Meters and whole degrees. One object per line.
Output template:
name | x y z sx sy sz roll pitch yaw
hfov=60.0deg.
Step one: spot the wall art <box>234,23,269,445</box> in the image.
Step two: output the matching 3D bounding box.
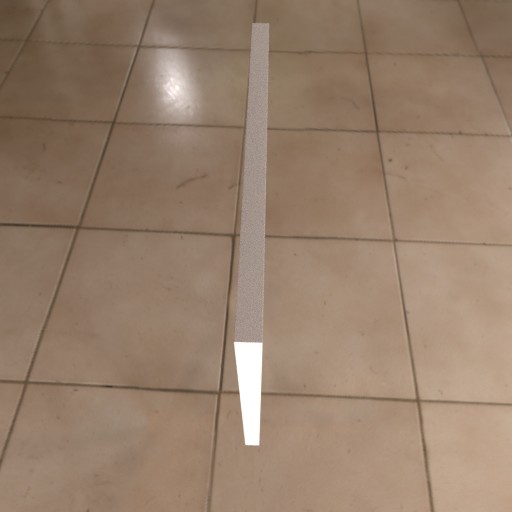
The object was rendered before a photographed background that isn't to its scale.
wall art | 0.000 0.000 1.118 0.038 0.762 0.762 1 57 1
